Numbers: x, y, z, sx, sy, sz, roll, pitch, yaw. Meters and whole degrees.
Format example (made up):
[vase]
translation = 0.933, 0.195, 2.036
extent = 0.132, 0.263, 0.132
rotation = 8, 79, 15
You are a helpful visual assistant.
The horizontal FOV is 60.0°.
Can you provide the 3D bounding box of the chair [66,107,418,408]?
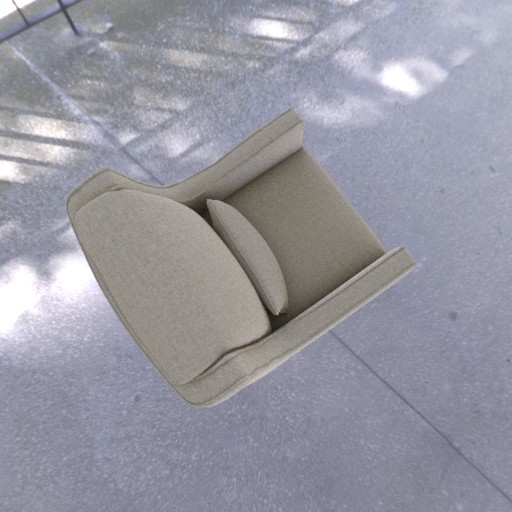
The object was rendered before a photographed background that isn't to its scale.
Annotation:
[chair]
translation = 0.000, 0.000, 1.616
extent = 0.879, 0.993, 0.732
rotation = -34, 78, -8
